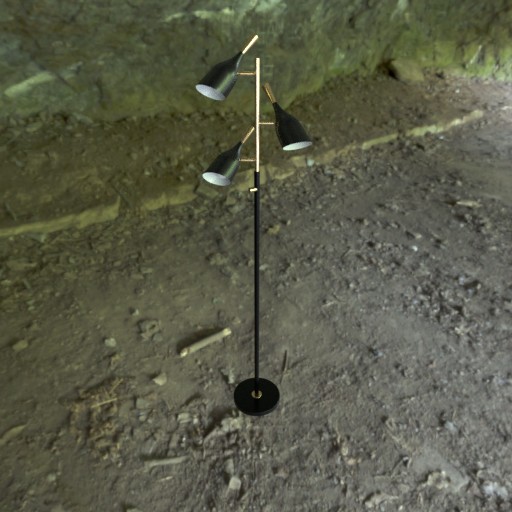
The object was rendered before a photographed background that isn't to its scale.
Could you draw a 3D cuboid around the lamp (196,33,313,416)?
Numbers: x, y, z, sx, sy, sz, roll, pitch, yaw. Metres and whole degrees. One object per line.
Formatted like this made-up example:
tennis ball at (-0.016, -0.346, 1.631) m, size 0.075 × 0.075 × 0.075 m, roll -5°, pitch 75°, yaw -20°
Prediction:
lamp at (0.000, 0.000, 1.983) m, size 0.434 × 1.778 × 0.253 m, roll 1°, pitch 29°, yaw 2°
